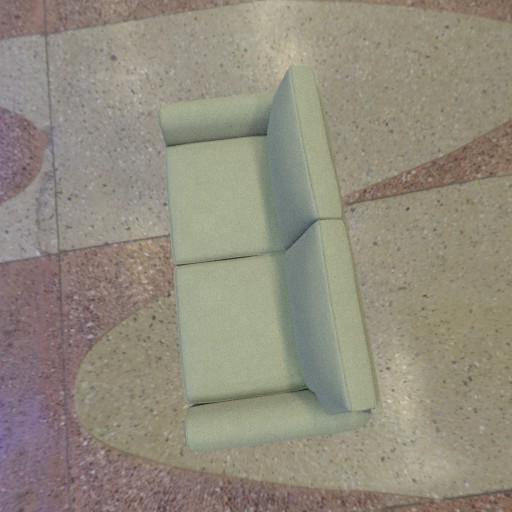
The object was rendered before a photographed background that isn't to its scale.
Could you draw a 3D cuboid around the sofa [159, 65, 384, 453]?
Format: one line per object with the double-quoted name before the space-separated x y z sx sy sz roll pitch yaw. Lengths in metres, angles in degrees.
"sofa" 0.000 0.000 2.288 0.861 0.933 1.774 -7 75 -2
